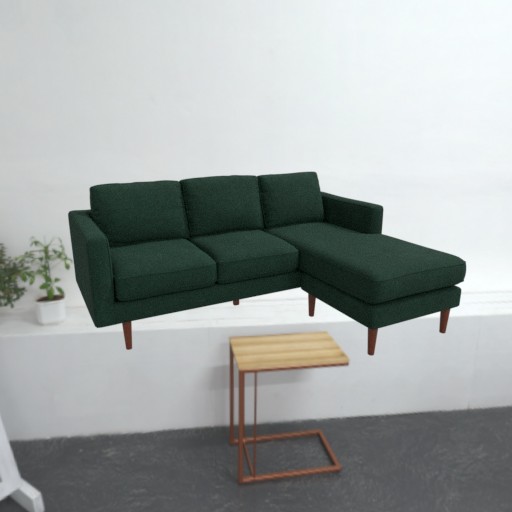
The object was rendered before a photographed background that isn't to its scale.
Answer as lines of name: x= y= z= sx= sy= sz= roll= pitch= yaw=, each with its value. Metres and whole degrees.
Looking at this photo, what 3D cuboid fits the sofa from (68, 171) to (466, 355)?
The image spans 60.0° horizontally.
sofa: x=0.000 y=0.000 z=2.827 sx=2.030 sy=0.899 sz=1.580 roll=-9 pitch=19 yaw=-27
